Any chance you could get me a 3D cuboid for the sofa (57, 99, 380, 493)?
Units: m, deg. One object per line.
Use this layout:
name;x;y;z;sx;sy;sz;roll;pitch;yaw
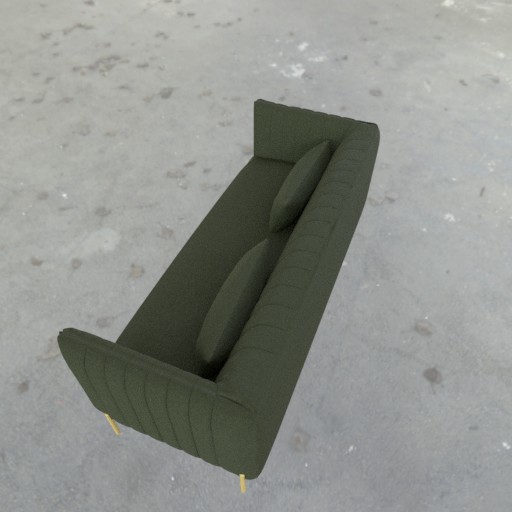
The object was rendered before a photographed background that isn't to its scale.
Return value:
sofa;0.000;0.000;2.513;0.896;0.793;2.137;17;49;15
